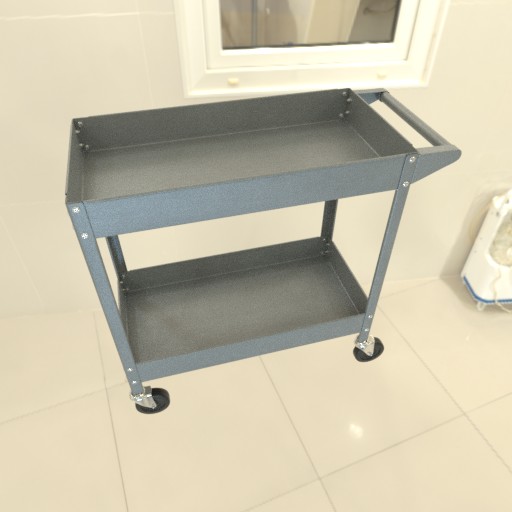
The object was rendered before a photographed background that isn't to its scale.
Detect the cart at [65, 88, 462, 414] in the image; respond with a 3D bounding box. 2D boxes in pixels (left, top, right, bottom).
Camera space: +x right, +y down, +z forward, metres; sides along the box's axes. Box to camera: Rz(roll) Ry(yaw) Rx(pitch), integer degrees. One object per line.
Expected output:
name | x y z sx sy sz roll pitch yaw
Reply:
cart | 0.000 0.000 1.179 0.779 0.719 0.366 -10 43 -11
